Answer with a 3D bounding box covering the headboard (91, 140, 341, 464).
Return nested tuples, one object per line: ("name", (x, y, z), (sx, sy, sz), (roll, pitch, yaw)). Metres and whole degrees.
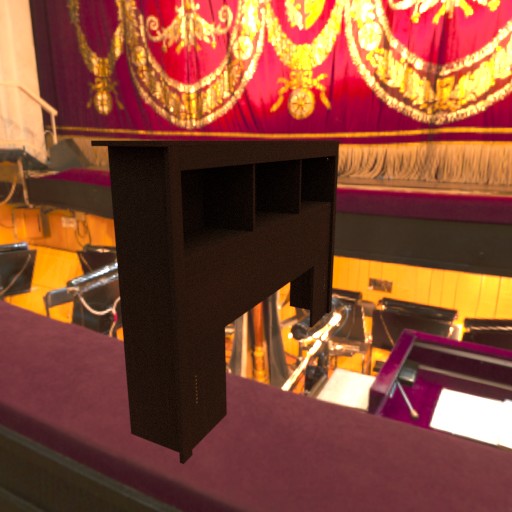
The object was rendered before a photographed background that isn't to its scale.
("headboard", (0.000, 0.000, 2.163), (0.279, 1.092, 1.671), (8, 16, 27))
